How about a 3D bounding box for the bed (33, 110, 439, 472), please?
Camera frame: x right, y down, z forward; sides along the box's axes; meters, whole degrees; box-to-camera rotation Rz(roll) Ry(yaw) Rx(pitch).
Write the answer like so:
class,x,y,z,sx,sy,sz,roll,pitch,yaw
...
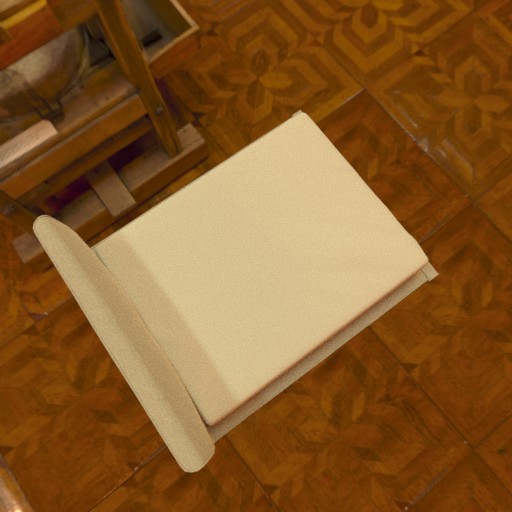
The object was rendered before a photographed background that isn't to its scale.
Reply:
class,x,y,z,sx,sy,sz,roll,pitch,yaw
bed,0.000,0.000,3.533,2.498,1.126,1.980,-35,78,-8
